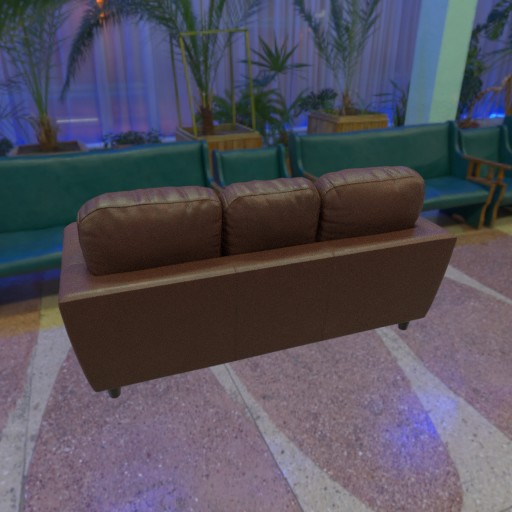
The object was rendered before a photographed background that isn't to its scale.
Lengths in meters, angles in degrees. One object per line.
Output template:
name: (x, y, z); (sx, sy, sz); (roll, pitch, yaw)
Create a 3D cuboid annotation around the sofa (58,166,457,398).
sofa: (0.000, 0.000, 2.313); (1.862, 0.915, 0.802); (-9, 27, -18)
